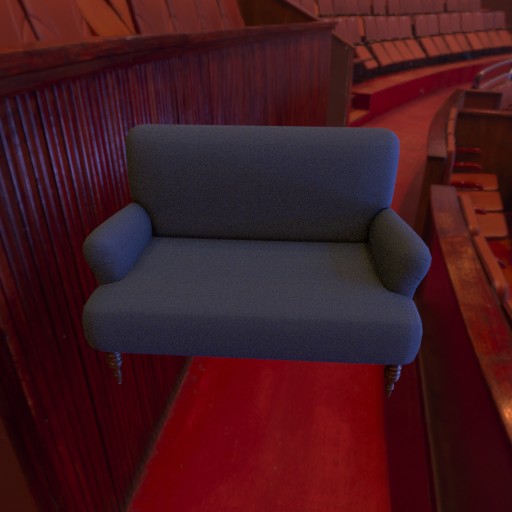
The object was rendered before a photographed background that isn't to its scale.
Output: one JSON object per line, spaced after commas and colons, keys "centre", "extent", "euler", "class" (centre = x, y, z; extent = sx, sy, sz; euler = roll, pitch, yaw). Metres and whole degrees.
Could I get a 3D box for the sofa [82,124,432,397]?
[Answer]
{"centre": [0.000, 0.000, 1.827], "extent": [1.297, 0.889, 0.779], "euler": [2, 29, 3], "class": "sofa"}
